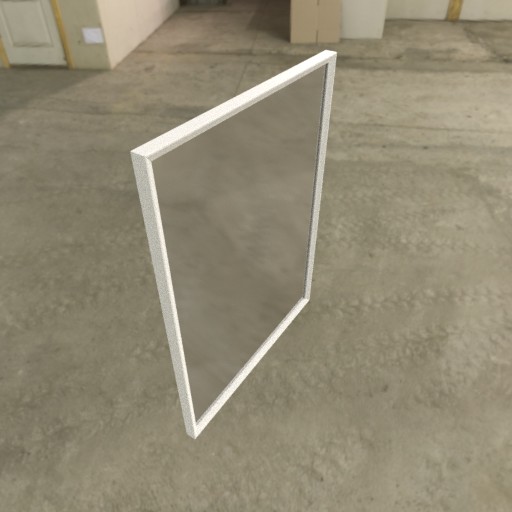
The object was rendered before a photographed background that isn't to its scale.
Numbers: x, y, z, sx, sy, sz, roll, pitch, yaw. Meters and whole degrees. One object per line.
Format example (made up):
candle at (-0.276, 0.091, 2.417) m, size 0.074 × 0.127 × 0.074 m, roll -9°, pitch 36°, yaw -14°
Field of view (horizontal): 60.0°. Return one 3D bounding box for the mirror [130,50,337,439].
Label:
mirror at (0.000, 0.000, 1.365) m, size 0.041 × 1.016 × 0.762 m, roll 24°, pitch 46°, yaw 26°
